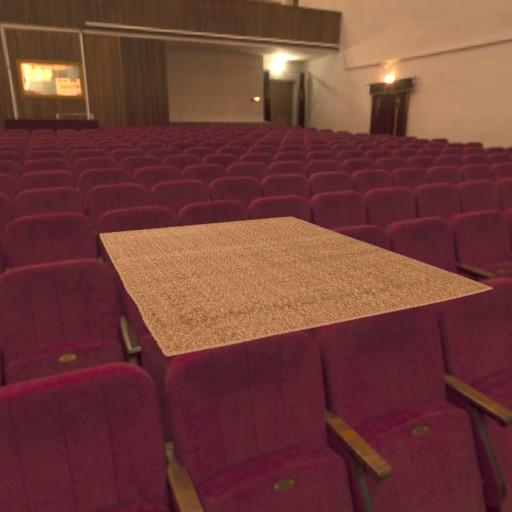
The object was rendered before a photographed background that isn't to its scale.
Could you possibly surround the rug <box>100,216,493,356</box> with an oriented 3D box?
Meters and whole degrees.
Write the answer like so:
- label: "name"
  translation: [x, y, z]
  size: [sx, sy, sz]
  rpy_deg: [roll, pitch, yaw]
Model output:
- label: "rug"
  translation: [0.000, 0.000, 4.037]
  size: [2.439, 0.013, 3.048]
  rpy_deg: [-7, 17, -24]
